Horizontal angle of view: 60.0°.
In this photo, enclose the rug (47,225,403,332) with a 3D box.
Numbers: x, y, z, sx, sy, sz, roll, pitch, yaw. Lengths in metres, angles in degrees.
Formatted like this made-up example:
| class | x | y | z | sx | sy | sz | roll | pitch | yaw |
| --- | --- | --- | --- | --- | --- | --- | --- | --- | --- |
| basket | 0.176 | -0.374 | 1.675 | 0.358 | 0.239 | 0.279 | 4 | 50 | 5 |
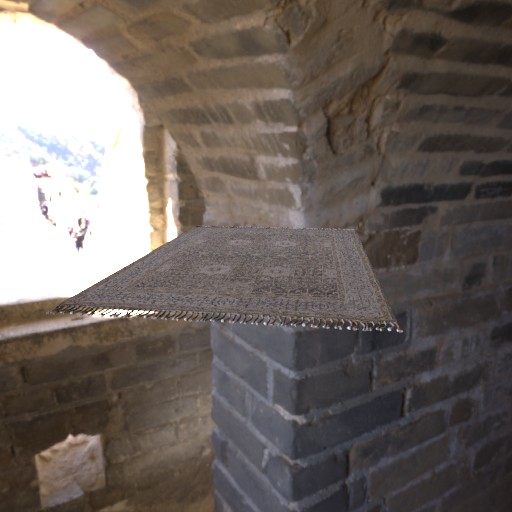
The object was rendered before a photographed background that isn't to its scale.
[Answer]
| class | x | y | z | sx | sy | sz | roll | pitch | yaw |
| --- | --- | --- | --- | --- | --- | --- | --- | --- | --- |
| rug | 0.000 | 0.000 | 2.470 | 1.237 | 0.010 | 2.029 | 2 | 13 | 8 |
